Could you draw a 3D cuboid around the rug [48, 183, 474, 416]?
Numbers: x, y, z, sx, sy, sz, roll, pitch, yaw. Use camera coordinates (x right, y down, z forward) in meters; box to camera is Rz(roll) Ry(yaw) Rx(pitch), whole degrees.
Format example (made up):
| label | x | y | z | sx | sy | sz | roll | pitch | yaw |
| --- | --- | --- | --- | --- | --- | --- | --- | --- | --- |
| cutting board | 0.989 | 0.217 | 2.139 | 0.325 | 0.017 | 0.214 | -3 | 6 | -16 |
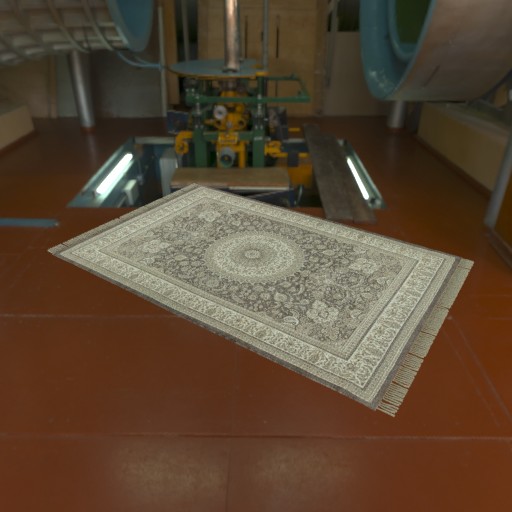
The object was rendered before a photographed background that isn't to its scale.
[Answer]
| label | x | y | z | sx | sy | sz | roll | pitch | yaw |
| --- | --- | --- | --- | --- | --- | --- | --- | --- | --- |
| rug | 0.000 | 0.000 | 4.165 | 3.422 | 0.015 | 2.143 | 20 | 36 | 29 |
